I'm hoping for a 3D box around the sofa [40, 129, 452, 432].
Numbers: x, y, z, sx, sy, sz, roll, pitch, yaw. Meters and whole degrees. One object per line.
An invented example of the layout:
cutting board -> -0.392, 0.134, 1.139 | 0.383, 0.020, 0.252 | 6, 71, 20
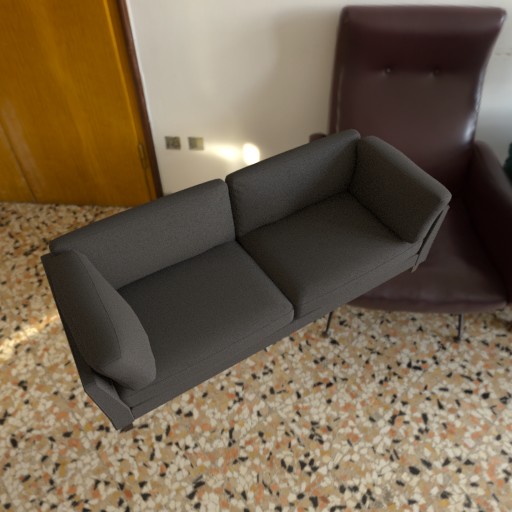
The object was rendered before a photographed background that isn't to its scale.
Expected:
sofa -> 0.000, 0.000, 2.739 | 2.312, 0.792, 0.969 | -25, 52, -21
